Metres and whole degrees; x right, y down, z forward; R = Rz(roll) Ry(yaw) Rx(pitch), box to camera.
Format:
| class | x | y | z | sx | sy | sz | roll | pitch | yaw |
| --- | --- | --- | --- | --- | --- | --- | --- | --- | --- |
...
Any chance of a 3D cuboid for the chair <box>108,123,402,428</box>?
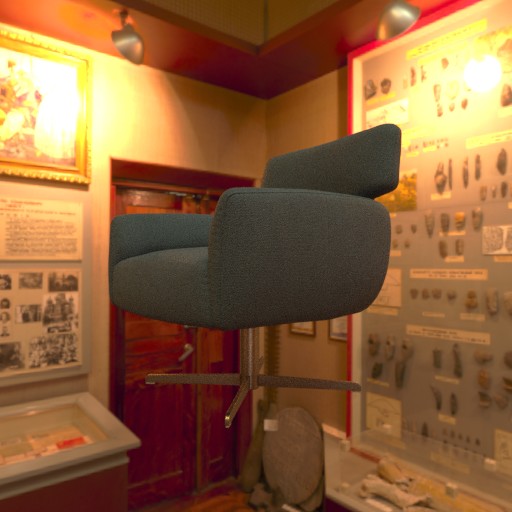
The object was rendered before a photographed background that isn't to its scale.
| class | x | y | z | sx | sy | sz | roll | pitch | yaw |
| --- | --- | --- | --- | --- | --- | --- | --- | --- | --- |
| chair | 0.000 | 0.000 | 1.388 | 0.761 | 0.813 | 0.738 | 1 | -1 | -37 |
